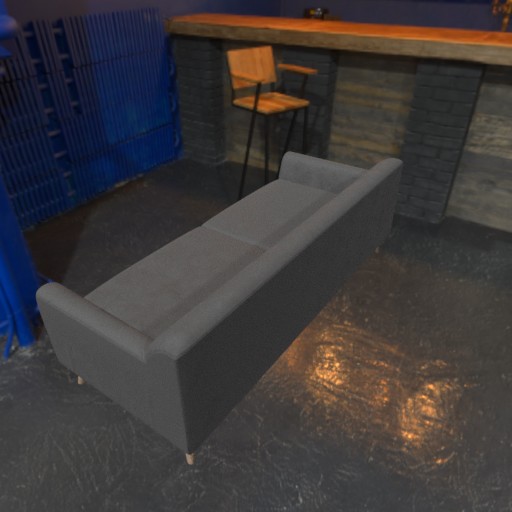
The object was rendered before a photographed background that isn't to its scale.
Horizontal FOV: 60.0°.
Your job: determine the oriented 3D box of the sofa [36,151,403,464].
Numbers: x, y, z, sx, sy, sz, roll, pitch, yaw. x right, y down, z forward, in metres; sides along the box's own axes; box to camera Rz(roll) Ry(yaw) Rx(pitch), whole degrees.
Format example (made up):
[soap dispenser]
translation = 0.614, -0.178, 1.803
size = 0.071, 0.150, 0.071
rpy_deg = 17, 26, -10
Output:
[sofa]
translation = 0.000, 0.000, 2.619
size = 0.900, 0.740, 2.190
rpy_deg = 21, 39, 29
